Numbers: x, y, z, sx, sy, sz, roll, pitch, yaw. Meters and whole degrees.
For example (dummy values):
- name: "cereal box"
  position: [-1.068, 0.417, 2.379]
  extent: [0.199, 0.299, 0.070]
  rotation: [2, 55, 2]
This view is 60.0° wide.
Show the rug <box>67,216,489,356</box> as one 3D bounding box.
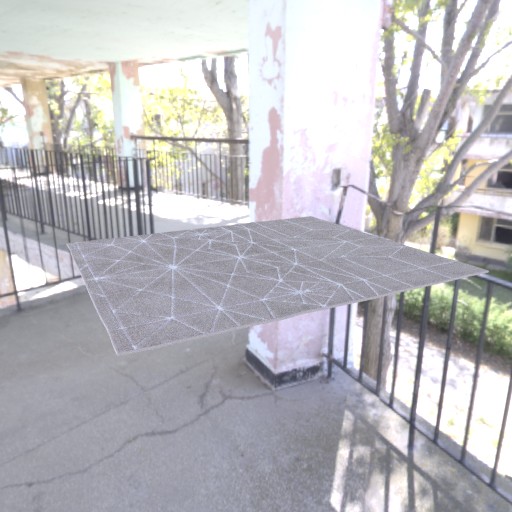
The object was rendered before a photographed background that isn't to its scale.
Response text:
- name: "rug"
  position: [0.000, 0.000, 0.867]
  extent: [0.639, 0.006, 0.548]
  rotation: [-9, 18, -27]
